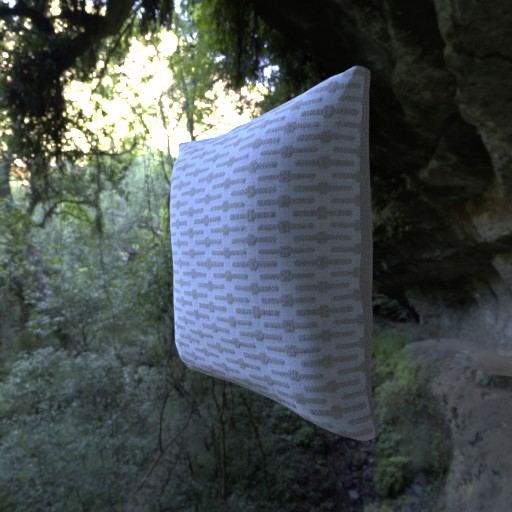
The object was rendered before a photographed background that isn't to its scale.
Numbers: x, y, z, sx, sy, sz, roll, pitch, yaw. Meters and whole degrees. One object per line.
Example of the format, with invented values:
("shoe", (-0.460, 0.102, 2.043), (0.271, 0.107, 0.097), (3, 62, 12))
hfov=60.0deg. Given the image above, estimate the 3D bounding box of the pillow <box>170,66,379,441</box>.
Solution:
("pillow", (0.000, 0.000, 0.773), (0.219, 0.491, 0.496), (0, 0, -37))
